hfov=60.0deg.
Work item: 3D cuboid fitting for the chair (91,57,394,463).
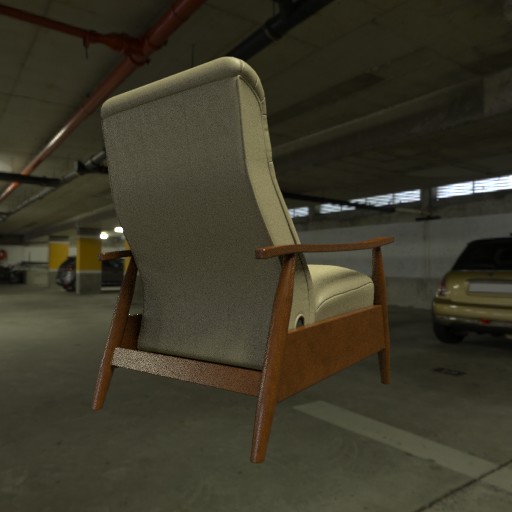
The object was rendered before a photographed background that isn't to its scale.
[{"bbox_3d":[0.000,0.000,1.745,0.762,1.082,1.014,-1,-2,36],"label":"chair"}]
